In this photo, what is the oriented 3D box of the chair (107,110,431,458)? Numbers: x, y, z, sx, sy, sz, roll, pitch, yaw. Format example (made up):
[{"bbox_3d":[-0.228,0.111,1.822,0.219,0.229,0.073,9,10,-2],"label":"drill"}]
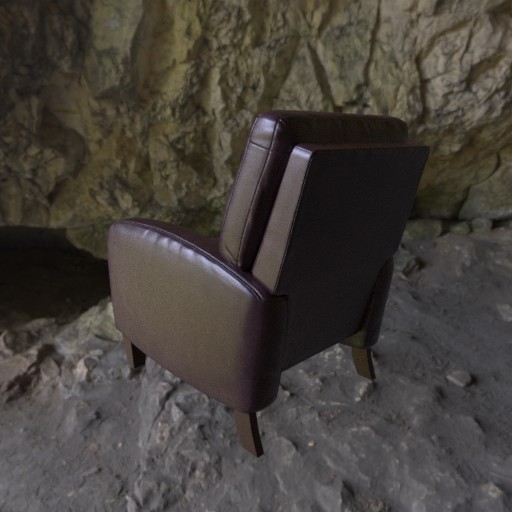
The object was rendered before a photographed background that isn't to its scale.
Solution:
[{"bbox_3d":[0.000,0.000,1.650,0.762,0.990,0.990,-14,21,-42],"label":"chair"}]
